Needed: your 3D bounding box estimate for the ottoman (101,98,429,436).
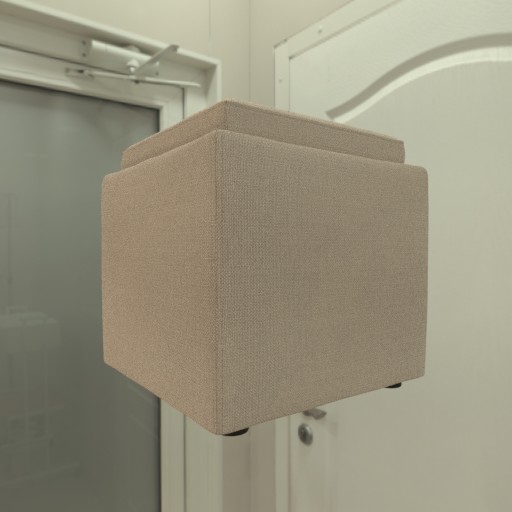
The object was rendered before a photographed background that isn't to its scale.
[{"bbox_3d":[0.000,0.000,0.829,0.450,0.460,0.451,-1,1,-36],"label":"ottoman"}]
